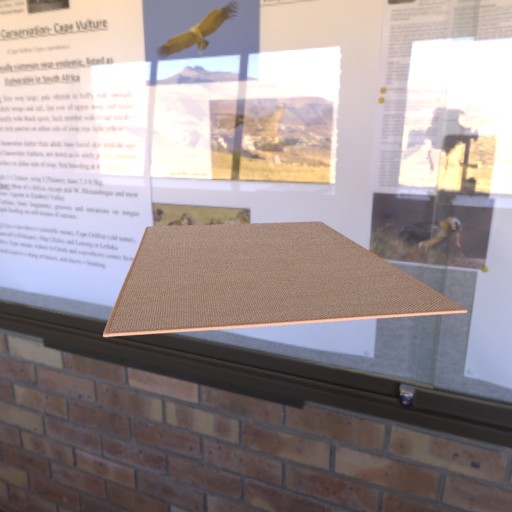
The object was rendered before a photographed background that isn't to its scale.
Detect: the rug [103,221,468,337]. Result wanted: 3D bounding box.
[{"bbox_3d":[0.000,0.000,2.810,1.524,0.013,2.134,-2,15,-9],"label":"rug"}]
